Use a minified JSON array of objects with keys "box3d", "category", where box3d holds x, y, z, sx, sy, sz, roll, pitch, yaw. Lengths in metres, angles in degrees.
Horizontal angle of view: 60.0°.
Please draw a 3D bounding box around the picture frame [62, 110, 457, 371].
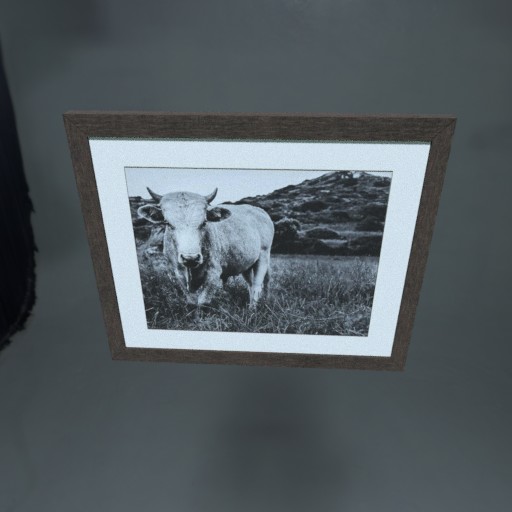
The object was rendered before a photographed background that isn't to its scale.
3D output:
[{"box3d":[0.000,0.000,0.732,0.546,0.455,0.026,1,29,3],"category":"picture frame"}]
